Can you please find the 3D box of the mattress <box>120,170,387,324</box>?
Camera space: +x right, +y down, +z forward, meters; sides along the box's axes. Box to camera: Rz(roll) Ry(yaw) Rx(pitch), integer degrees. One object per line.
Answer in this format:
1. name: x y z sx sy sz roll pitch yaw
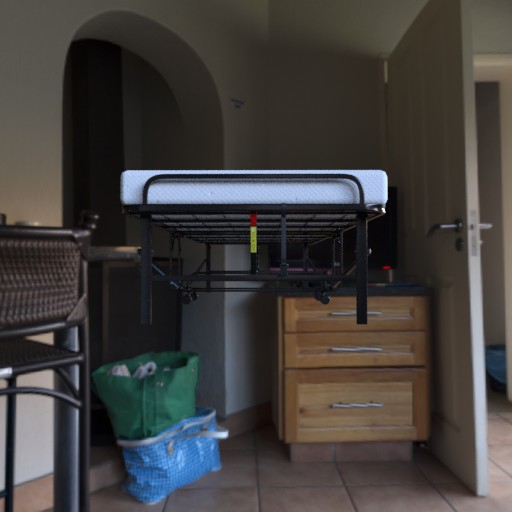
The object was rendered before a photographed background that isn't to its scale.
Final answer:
1. mattress: 0.000 0.000 2.485 0.922 0.519 2.153 0 -1 0
